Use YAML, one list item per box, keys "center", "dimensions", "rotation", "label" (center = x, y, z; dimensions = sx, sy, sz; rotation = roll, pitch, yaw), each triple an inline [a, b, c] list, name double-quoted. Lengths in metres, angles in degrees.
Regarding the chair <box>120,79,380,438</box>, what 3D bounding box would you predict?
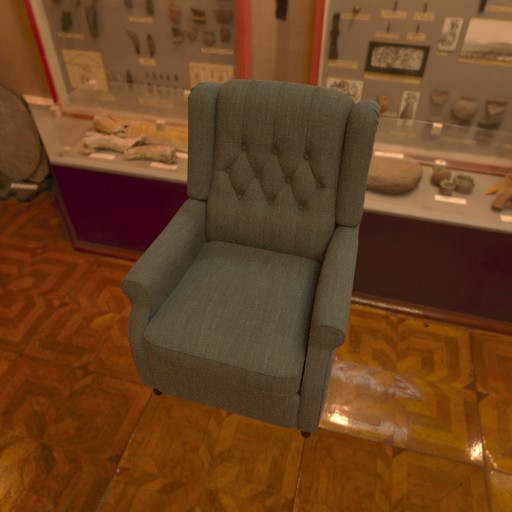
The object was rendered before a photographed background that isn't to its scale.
- center: [0.000, 0.000, 1.640]
  dimensions: [0.742, 1.035, 0.898]
  rotation: [11, 43, 12]
  label: "chair"
